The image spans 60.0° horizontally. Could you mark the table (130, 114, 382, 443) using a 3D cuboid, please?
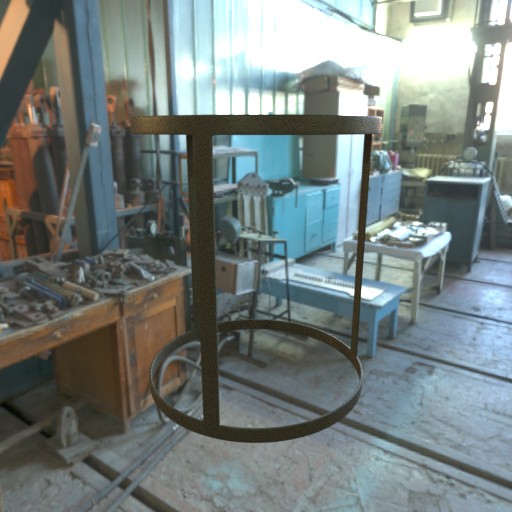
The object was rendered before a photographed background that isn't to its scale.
[{"bbox_3d":[0.000,0.000,0.952,0.480,0.565,0.480,0,16,0],"label":"table"}]
